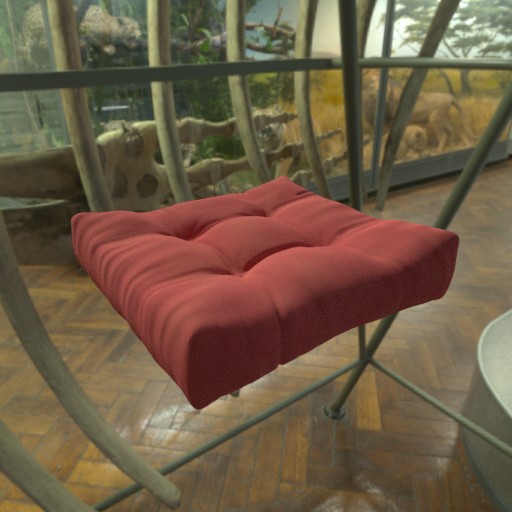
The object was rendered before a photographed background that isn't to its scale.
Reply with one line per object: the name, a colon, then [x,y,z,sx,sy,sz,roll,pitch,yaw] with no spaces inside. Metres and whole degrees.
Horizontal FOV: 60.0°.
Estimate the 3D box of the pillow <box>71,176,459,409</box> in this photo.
pillow: [0.000,0.000,0.749,0.490,0.128,0.468,-17,30,-32]
